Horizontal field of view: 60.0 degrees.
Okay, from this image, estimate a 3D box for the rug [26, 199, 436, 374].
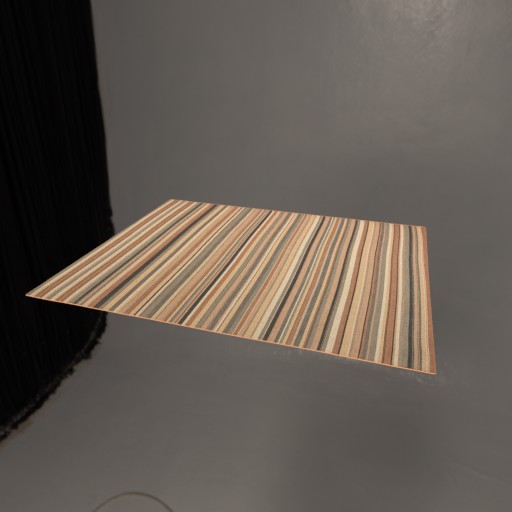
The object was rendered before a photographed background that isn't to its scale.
[{"bbox_3d":[0.000,0.000,4.119,3.045,0.011,2.436,8,27,16],"label":"rug"}]
